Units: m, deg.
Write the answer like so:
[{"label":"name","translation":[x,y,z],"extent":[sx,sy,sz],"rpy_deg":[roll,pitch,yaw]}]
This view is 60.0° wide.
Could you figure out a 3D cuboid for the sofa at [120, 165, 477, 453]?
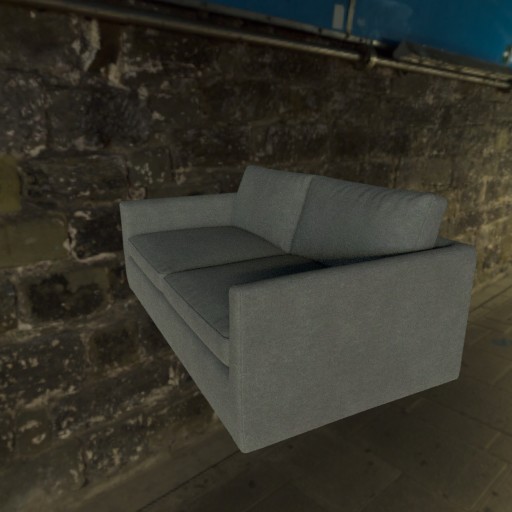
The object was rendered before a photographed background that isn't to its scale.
[{"label":"sofa","translation":[0.000,0.000,2.436],"extent":[1.091,0.845,1.909],"rpy_deg":[-8,18,-26]}]
